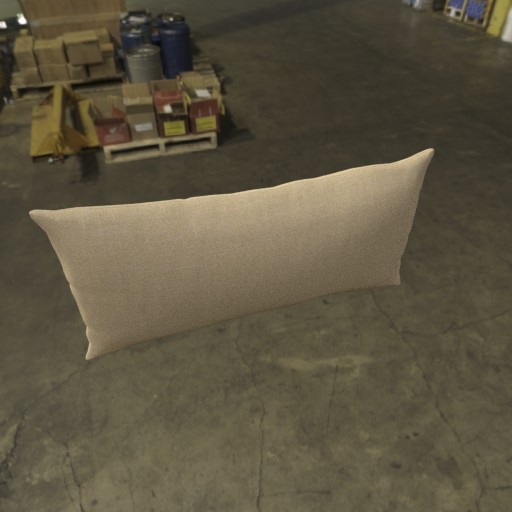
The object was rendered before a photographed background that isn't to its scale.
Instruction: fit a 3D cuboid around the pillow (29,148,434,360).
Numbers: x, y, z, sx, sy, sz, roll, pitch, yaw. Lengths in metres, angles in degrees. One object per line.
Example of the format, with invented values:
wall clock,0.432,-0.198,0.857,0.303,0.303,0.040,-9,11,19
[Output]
pillow,0.000,0.000,0.732,0.612,0.308,0.148,-12,42,-13
